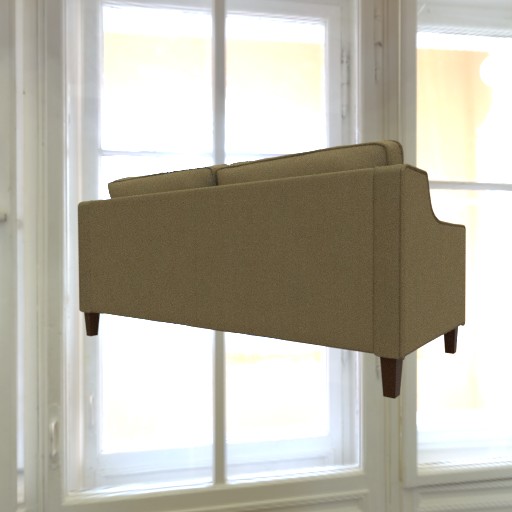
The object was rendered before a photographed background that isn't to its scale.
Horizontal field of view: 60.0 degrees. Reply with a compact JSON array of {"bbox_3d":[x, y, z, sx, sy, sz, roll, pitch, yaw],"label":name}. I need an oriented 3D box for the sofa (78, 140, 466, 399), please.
[{"bbox_3d":[0.000,0.000,2.721,2.178,1.071,1.066,1,1,37],"label":"sofa"}]
